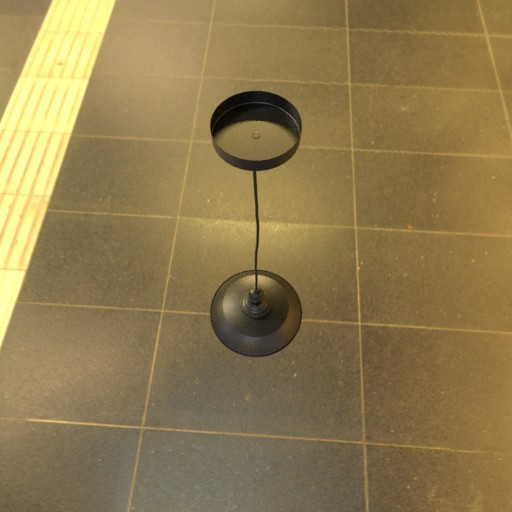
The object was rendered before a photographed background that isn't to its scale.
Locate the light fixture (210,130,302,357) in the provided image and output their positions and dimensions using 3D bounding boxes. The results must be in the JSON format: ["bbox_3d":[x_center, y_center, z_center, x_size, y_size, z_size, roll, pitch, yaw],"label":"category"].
[{"bbox_3d":[0.000,0.000,1.195,0.331,0.993,0.331,-14,64,-7],"label":"light fixture"}]
